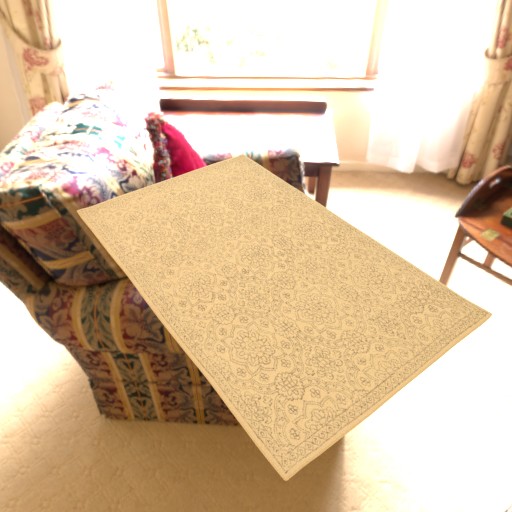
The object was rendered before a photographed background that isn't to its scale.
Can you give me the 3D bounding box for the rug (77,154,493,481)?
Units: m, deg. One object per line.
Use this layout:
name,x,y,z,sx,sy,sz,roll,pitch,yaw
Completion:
rug,0.000,0.000,2.890,1.518,0.023,2.434,-26,47,-27
